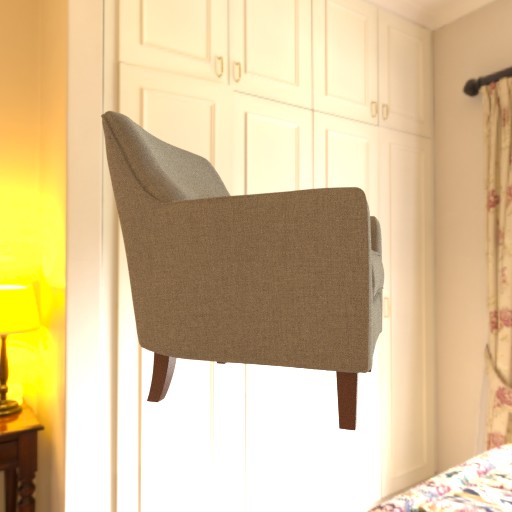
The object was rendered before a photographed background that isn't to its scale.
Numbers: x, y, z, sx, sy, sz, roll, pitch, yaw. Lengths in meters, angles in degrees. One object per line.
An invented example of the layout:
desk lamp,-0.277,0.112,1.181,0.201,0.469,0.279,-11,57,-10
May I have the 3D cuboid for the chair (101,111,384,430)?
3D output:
chair,0.000,0.000,1.817,0.993,1.047,0.887,0,-1,18
